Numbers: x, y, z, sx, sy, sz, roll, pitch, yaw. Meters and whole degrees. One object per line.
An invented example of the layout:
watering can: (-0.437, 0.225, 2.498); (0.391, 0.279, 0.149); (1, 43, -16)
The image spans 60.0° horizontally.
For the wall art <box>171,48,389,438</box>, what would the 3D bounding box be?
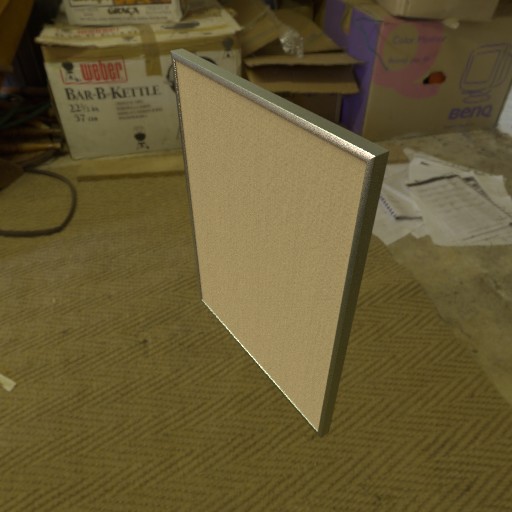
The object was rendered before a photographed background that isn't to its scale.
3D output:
wall art: (0.000, 0.000, 1.420); (0.041, 1.062, 0.803); (-25, 47, -27)
